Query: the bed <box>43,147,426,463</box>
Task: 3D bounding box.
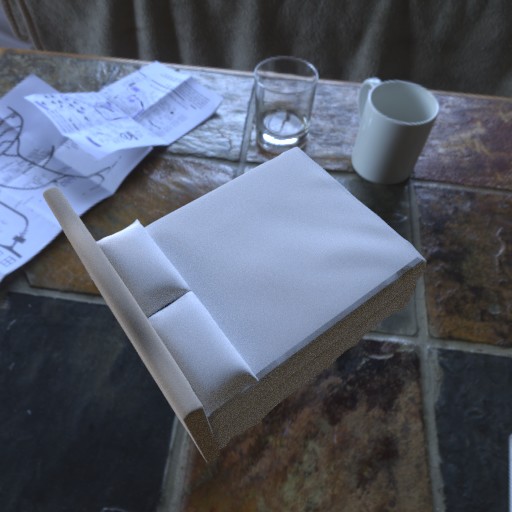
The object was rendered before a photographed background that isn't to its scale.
[{"bbox_3d":[0.000,0.000,3.169,2.052,1.398,1.678,-32,62,-19],"label":"bed"}]
